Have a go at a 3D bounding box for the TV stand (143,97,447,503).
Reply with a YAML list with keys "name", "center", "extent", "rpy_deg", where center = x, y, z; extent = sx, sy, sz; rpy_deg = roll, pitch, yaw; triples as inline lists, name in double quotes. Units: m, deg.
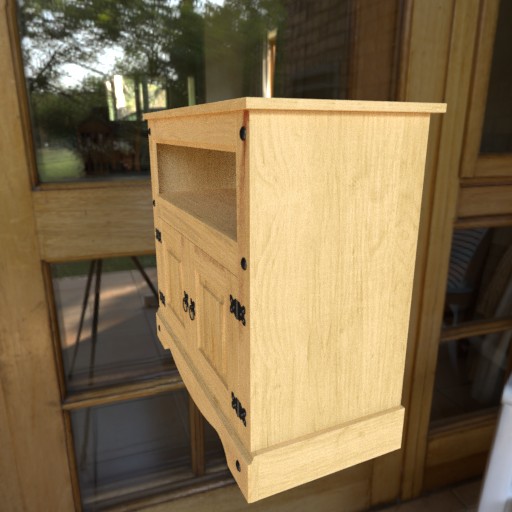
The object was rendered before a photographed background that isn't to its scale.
- name: "TV stand"
  center: [0.000, 0.000, 1.257]
  extent: [0.430, 0.787, 0.851]
  rpy_deg: [-7, 17, -23]
